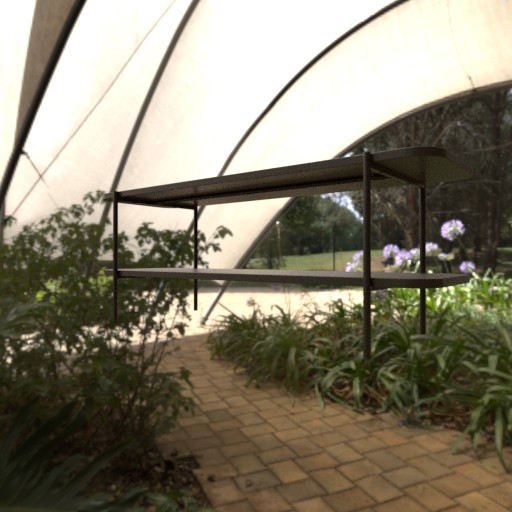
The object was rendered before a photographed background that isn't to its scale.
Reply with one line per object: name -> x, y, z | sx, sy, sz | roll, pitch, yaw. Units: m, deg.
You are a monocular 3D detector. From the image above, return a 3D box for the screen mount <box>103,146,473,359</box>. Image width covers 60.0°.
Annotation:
screen mount -> 0.000, 0.000, 1.393 | 1.200, 0.447, 0.400 | 0, 0, 38
